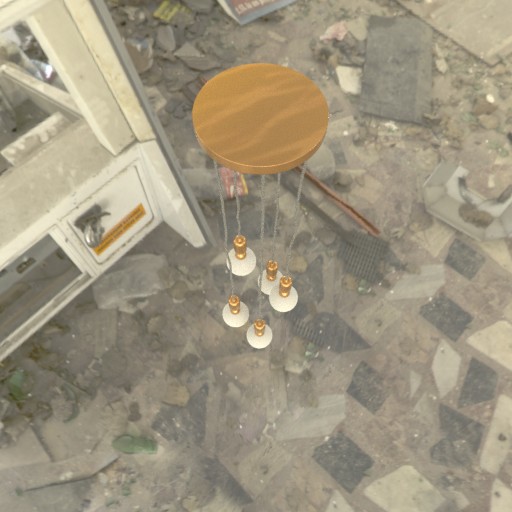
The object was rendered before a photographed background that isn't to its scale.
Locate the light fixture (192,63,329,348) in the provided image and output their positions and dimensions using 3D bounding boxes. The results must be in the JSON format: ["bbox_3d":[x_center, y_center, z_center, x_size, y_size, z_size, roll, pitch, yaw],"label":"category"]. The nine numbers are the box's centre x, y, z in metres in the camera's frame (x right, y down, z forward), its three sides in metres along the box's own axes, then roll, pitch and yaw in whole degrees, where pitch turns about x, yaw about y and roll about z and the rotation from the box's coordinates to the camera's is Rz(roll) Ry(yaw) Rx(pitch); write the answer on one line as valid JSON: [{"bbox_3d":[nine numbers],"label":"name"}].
[{"bbox_3d":[0.000,0.000,0.516,0.105,0.457,0.108,-19,65,-9],"label":"light fixture"}]
